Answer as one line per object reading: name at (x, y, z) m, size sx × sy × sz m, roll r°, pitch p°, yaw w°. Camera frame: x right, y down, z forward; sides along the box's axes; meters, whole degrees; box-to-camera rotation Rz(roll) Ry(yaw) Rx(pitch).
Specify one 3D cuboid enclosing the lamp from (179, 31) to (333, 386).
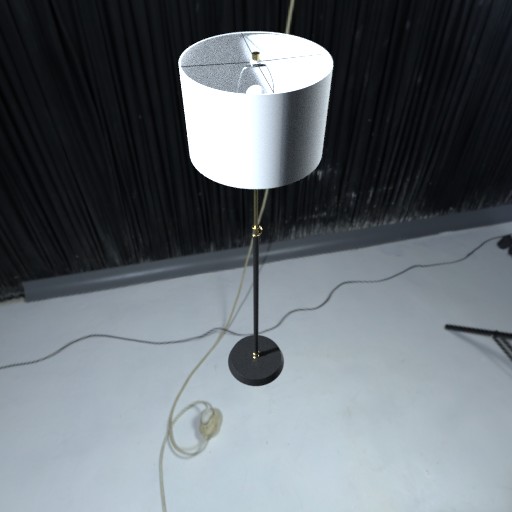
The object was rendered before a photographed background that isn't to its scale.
lamp at (0.000, 0.000, 1.699) m, size 0.404 × 1.517 × 0.404 m, roll -9°, pitch 46°, yaw -9°
